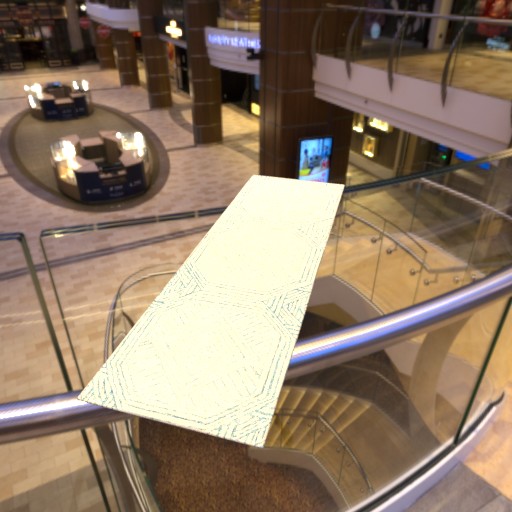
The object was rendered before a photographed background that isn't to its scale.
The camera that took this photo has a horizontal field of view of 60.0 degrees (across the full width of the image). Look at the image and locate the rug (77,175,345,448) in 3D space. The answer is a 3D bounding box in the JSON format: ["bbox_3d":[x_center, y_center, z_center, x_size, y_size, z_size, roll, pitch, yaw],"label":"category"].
[{"bbox_3d":[0.000,0.000,2.663,0.775,0.012,2.452,9,33,14],"label":"rug"}]
